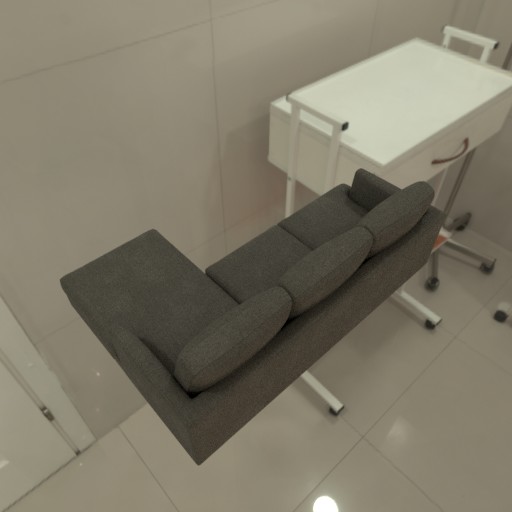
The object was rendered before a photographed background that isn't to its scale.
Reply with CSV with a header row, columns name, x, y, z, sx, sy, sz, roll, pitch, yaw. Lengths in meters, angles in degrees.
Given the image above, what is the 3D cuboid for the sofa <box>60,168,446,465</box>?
name,x,y,z,sx,sy,sz,roll,pitch,yaw
sofa,0.000,0.000,3.082,2.233,0.956,1.504,-34,55,-28
